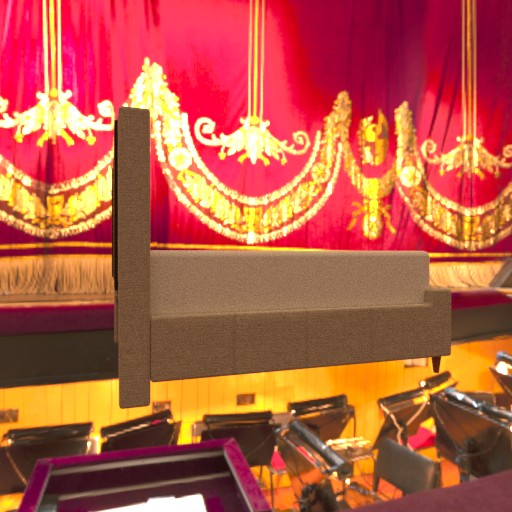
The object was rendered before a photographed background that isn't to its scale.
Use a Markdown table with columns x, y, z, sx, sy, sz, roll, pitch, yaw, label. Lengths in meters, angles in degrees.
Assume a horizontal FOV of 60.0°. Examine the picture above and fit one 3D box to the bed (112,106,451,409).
| x | y | z | sx | sy | sz | roll | pitch | yaw | label |
| --- | --- | --- | --- | --- | --- | --- | --- | --- | --- |
| 0.000 | 0.000 | 3.856 | 2.370 | 1.743 | 2.045 | 0 | 0 | -19 | bed |
